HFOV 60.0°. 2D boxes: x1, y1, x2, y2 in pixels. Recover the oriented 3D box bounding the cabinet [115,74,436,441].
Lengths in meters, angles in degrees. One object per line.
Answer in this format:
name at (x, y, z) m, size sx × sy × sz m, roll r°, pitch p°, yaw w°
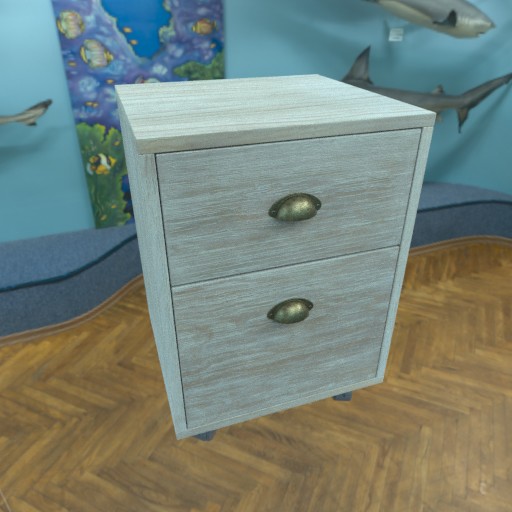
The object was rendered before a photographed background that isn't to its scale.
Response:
cabinet at (0.000, 0.000, 0.849) m, size 0.409 × 0.579 × 0.401 m, roll -10°, pitch 32°, yaw -16°
